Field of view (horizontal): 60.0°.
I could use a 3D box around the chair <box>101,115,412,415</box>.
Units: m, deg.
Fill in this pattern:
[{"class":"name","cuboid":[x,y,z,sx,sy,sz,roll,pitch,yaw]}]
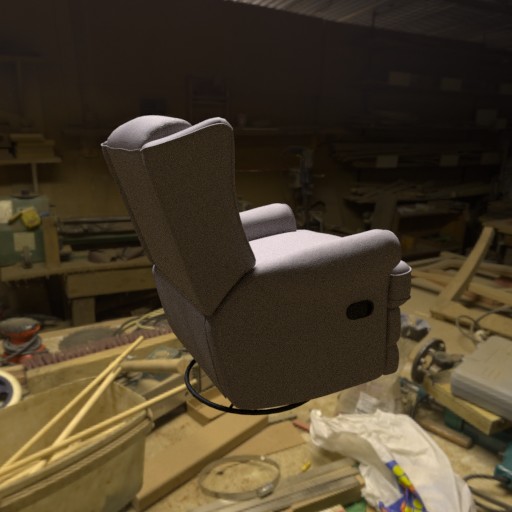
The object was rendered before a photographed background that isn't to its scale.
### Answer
[{"class":"chair","cuboid":[0.000,0.000,1.699,0.969,1.011,0.847,-8,17,-26]}]
